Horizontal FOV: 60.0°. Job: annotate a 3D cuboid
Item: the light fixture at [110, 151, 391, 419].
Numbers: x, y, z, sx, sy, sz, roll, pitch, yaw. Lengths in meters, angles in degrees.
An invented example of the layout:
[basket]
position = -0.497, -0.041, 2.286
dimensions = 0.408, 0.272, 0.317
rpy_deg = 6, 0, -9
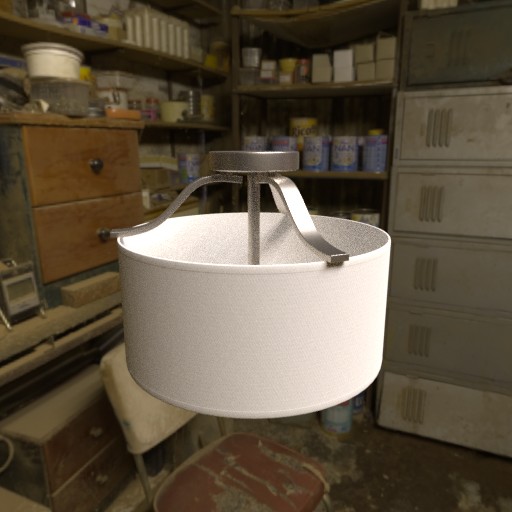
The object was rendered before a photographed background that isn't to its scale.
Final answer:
[light fixture]
position = 0.000, 0.000, 0.660
dimensions = 0.395, 0.304, 0.395
rpy_deg = 0, 14, 0
